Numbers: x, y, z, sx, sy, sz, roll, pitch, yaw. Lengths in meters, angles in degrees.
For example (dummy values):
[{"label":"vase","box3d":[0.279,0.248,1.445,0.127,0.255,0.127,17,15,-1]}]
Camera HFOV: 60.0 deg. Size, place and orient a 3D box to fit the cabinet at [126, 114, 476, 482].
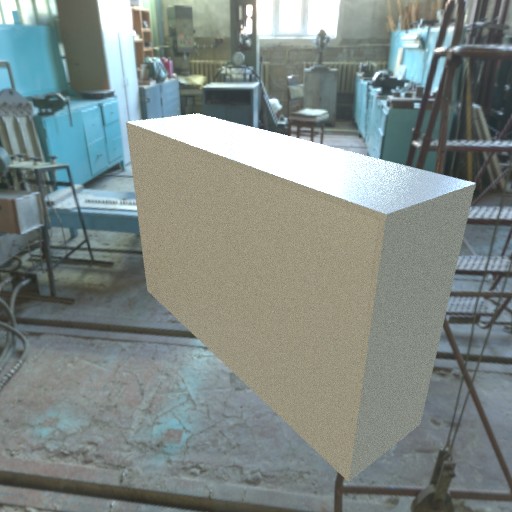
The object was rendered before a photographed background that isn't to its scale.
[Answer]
[{"label":"cabinet","box3d":[0.000,0.000,1.803,0.380,0.900,1.450,-19,32,-33]}]
